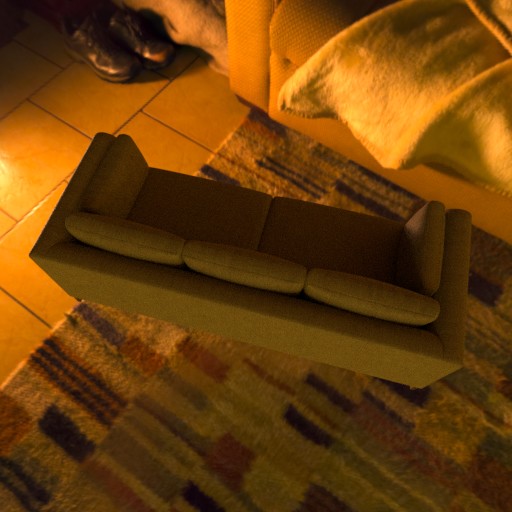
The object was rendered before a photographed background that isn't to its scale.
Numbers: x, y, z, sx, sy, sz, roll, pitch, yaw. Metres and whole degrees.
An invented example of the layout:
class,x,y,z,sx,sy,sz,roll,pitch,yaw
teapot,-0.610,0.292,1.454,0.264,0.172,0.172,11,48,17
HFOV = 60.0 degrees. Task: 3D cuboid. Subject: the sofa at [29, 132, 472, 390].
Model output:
class,x,y,z,sx,sy,sz,roll,pitch,yaw
sofa,0.000,0.000,2.846,2.415,0.867,0.969,13,64,7
